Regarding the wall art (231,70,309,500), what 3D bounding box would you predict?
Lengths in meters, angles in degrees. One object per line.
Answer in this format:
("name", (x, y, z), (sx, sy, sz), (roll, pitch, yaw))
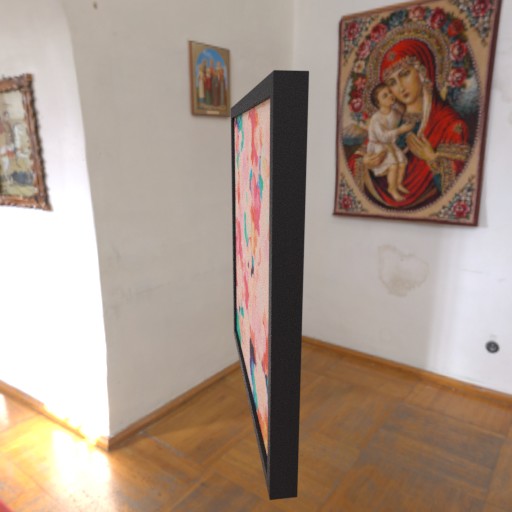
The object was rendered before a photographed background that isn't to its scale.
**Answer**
("wall art", (0.000, 0.000, 0.739), (0.036, 0.503, 0.506), (-2, 15, -8))
